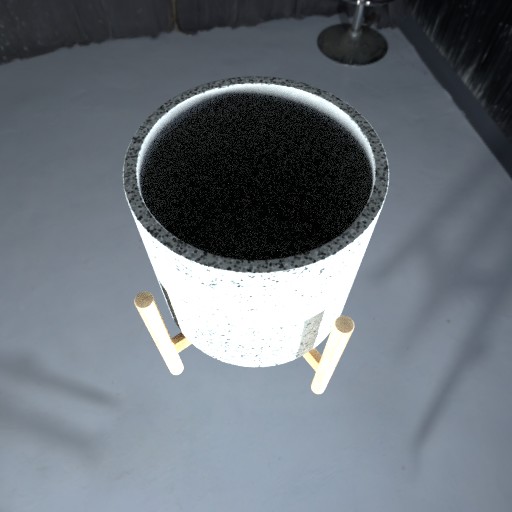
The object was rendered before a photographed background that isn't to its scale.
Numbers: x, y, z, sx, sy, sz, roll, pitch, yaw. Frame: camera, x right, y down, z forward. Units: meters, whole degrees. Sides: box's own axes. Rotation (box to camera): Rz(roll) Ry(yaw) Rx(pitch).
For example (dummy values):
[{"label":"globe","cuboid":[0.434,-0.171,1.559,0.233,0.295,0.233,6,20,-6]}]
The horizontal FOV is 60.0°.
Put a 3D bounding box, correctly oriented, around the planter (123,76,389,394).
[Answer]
[{"label":"planter","cuboid":[0.000,0.000,0.687,0.360,0.419,0.360,-13,59,-8]}]
